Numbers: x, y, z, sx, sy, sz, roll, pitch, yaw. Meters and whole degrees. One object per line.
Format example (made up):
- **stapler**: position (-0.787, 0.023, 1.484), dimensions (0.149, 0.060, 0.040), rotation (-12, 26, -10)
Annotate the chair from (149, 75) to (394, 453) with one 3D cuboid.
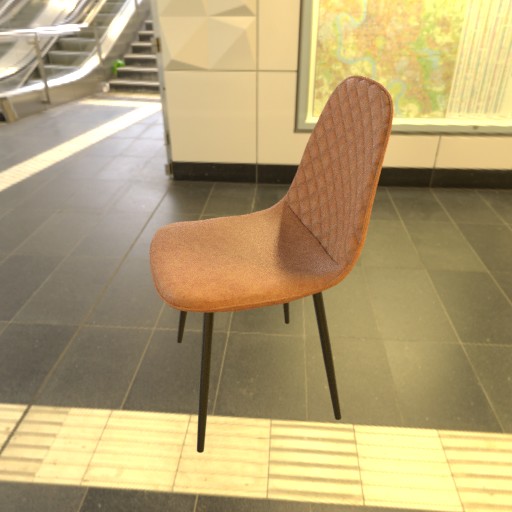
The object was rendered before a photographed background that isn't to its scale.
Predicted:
- **chair**: position (0.000, 0.000, 1.205), dimensions (0.561, 0.889, 0.472), rotation (-8, 31, -13)
